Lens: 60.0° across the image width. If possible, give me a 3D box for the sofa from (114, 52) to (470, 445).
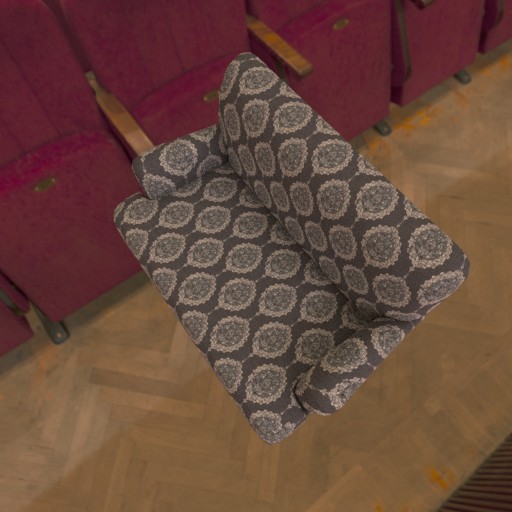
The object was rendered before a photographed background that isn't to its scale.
[{"bbox_3d":[0.000,0.000,1.798,0.779,0.867,1.297,-33,68,-15],"label":"sofa"}]
